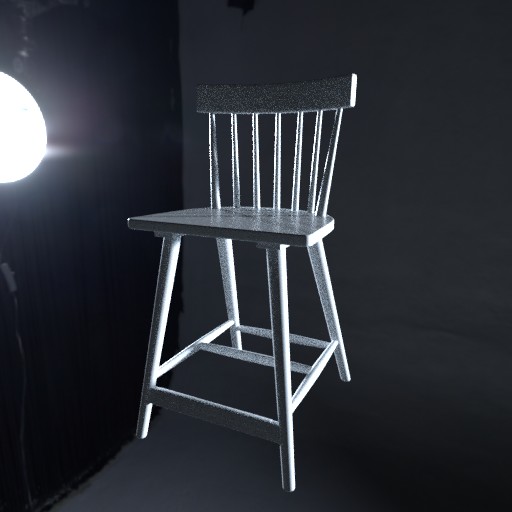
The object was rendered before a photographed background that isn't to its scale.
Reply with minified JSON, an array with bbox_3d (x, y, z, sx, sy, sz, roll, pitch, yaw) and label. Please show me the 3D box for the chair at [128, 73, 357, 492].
[{"bbox_3d":[0.000,0.000,1.249,0.483,0.952,0.572,7,16,25],"label":"chair"}]
